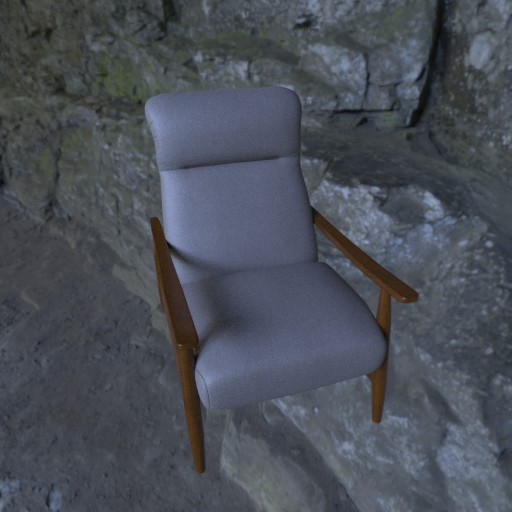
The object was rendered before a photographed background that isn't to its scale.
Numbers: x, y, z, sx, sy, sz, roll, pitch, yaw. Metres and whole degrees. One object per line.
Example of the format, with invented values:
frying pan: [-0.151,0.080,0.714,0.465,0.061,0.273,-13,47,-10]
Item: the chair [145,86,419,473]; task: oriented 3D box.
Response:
chair: [0.000,0.000,1.751,0.762,1.082,1.032,-9,33,-15]
